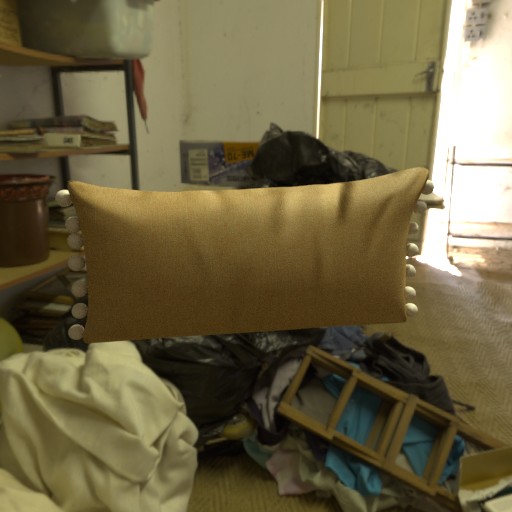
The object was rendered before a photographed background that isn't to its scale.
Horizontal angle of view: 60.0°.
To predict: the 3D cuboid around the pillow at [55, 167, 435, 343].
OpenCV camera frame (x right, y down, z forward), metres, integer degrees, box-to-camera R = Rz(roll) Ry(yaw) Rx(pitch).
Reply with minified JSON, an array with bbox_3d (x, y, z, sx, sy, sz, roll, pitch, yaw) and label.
[{"bbox_3d":[0.000,0.000,0.836,0.709,0.322,0.201,-3,17,-9],"label":"pillow"}]
